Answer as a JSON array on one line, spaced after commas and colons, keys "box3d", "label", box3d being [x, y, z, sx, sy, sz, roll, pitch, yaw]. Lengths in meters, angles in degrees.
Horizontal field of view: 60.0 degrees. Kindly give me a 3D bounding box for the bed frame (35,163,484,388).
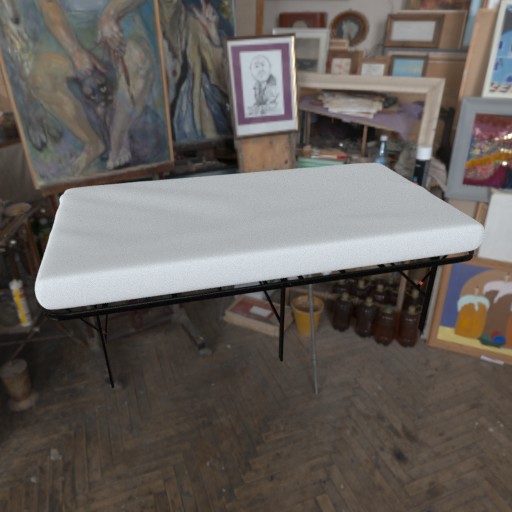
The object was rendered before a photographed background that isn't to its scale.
[{"box3d": [0.000, 0.000, 2.305, 1.903, 0.619, 0.989, -7, 30, -13], "label": "bed frame"}]
